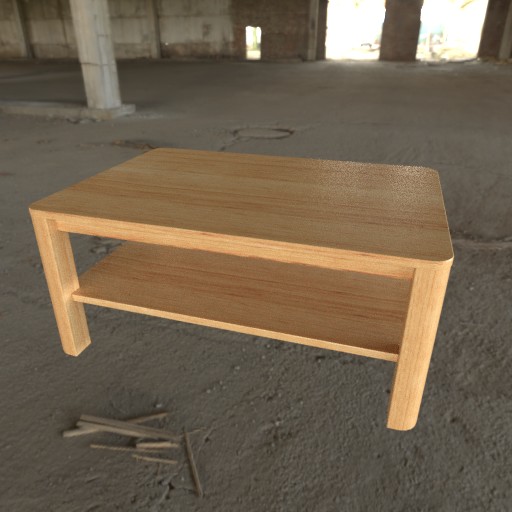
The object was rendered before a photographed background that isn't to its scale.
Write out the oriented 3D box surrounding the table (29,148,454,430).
[{"bbox_3d":[0.000,0.000,1.354,0.997,0.445,0.696,8,28,15],"label":"table"}]
